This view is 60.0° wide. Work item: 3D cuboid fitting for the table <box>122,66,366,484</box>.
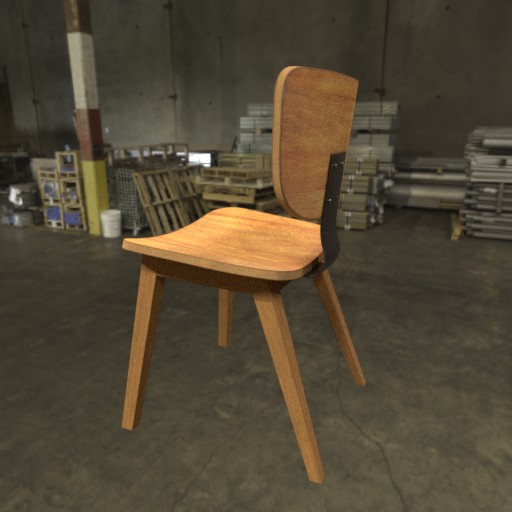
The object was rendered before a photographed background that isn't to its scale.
[{"bbox_3d":[0.000,0.000,1.085,0.500,0.805,0.499,8,18,25],"label":"table"}]
